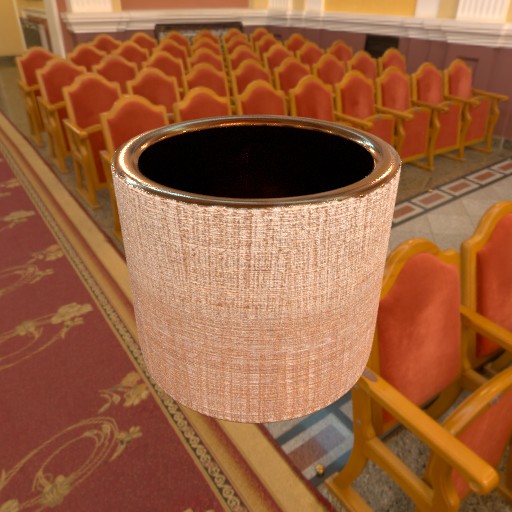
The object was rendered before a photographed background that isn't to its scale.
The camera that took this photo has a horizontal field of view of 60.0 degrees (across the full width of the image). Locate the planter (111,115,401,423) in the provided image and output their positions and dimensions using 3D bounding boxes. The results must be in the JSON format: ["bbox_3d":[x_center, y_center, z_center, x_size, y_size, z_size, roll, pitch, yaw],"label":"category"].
[{"bbox_3d":[0.000,0.000,0.315,0.177,0.157,0.177,0,31,0],"label":"planter"}]
